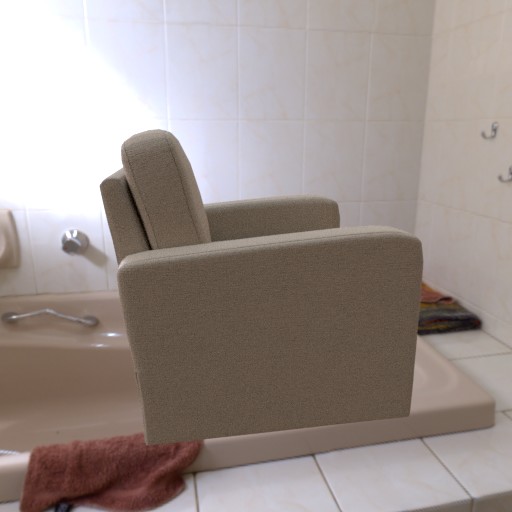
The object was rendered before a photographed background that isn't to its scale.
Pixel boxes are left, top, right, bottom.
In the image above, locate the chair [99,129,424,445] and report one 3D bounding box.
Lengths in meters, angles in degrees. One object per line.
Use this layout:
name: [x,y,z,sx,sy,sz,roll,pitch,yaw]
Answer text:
chair: [0.000,0.000,1.503,0.888,0.827,0.755,-3,16,-9]
